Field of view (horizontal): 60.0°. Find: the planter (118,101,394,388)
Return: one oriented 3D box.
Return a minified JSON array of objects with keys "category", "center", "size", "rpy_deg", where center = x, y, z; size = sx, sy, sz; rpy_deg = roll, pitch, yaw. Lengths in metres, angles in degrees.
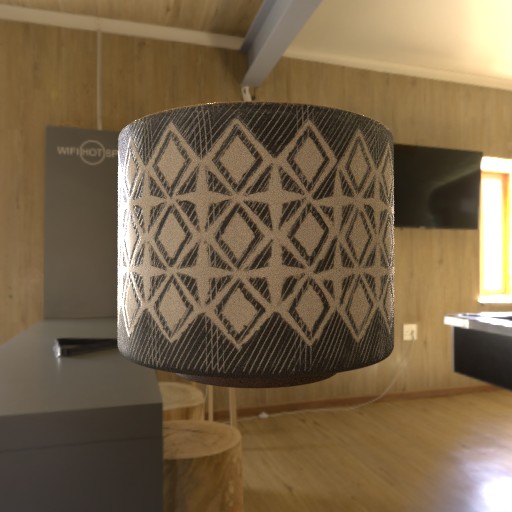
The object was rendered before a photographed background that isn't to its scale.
[{"category":"planter","center":[0.000,0.000,0.213],"size":[0.126,0.104,0.126],"rpy_deg":[0,-1,0]}]
